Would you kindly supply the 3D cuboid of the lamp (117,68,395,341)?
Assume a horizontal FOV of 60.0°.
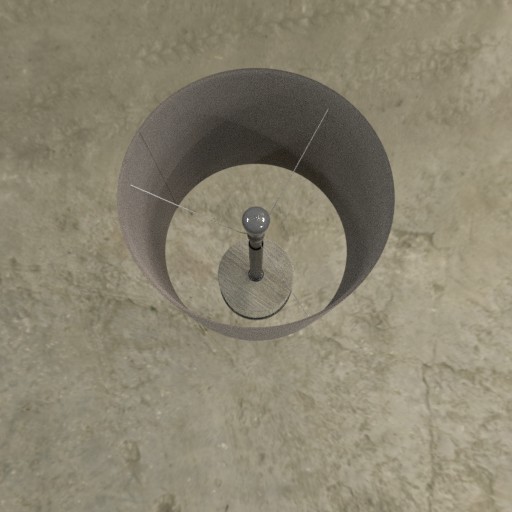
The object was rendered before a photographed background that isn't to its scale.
[{"bbox_3d":[0.000,0.000,0.591,0.229,0.470,0.229,36,79,8],"label":"lamp"}]
